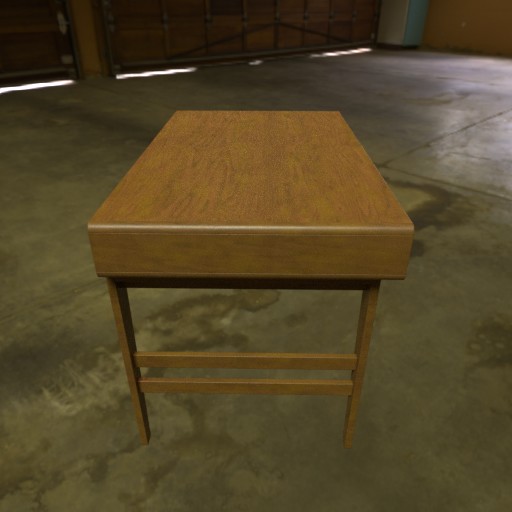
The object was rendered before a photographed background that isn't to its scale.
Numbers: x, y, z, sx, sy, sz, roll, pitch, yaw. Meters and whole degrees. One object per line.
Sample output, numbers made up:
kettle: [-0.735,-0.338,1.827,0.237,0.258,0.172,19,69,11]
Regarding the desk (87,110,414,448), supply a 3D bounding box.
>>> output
desk: [0.000,0.000,1.531,0.660,0.754,1.066,1,30,1]
